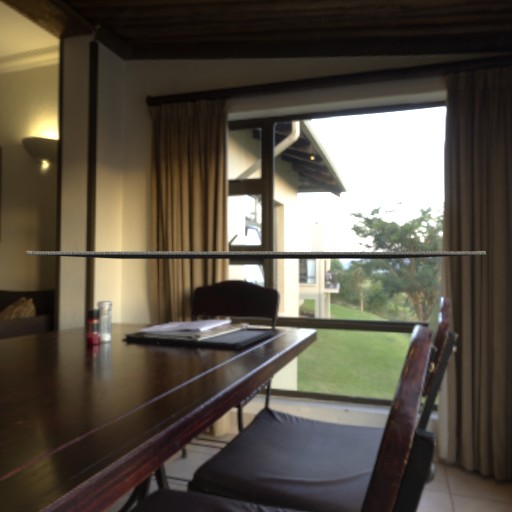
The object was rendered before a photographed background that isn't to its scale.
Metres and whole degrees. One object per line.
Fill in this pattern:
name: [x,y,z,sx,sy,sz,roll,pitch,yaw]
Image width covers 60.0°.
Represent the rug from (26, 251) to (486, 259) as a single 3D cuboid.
rug: [0.000,0.000,2.367,1.829,0.014,1.235,0,-1,0]
